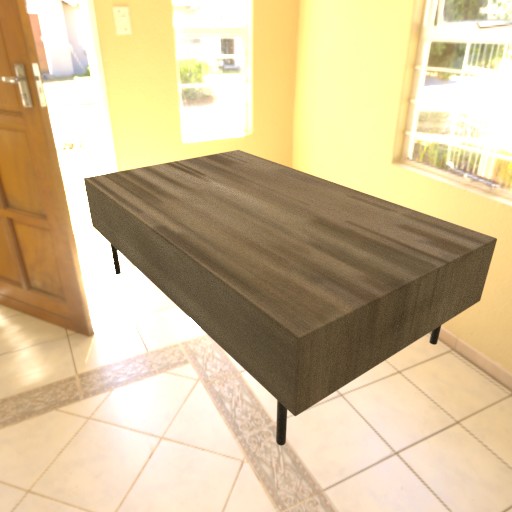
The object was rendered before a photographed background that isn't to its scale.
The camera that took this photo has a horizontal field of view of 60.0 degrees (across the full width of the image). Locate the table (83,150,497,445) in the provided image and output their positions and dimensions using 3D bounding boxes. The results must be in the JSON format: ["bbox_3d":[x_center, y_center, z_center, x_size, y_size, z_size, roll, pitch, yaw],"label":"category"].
[{"bbox_3d":[0.000,0.000,1.362,0.643,0.347,1.088,-19,33,-32],"label":"table"}]
